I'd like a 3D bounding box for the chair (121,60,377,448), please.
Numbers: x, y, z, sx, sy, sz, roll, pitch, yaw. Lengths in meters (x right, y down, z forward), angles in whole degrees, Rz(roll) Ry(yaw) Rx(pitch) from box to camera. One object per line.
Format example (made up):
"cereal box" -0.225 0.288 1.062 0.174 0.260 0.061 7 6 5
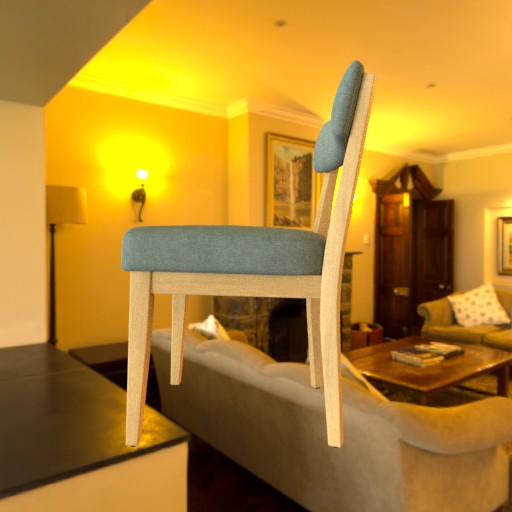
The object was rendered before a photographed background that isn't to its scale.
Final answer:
"chair" 0.000 0.000 1.175 0.572 0.832 0.508 0 1 2
